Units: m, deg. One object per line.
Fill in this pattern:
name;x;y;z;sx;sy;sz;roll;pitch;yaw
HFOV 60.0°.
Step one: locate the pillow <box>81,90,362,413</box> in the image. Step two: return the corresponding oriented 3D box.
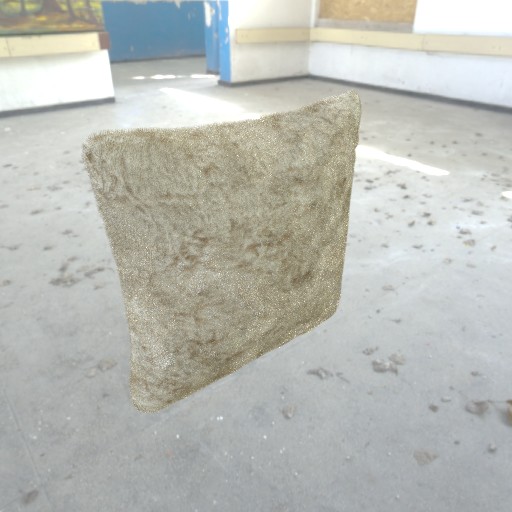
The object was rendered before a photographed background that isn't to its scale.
pillow;0.000;0.000;0.814;0.538;0.525;0.216;-21;36;-32
